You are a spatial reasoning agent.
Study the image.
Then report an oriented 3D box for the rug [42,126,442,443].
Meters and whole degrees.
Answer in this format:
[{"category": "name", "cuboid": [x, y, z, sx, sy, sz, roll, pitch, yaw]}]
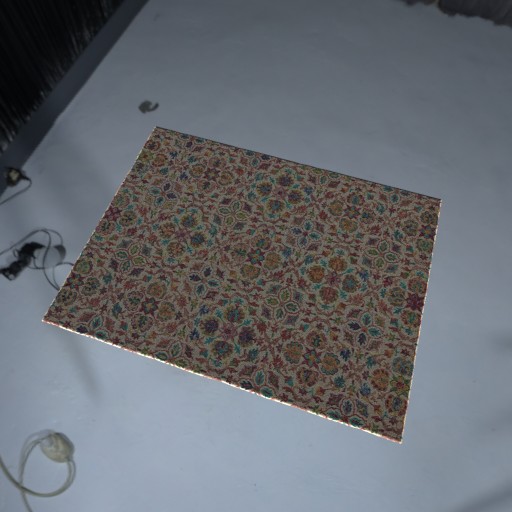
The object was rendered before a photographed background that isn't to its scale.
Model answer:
[{"category": "rug", "cuboid": [0.000, 0.000, 4.248, 3.215, 0.020, 2.446, 16, 63, 8]}]
